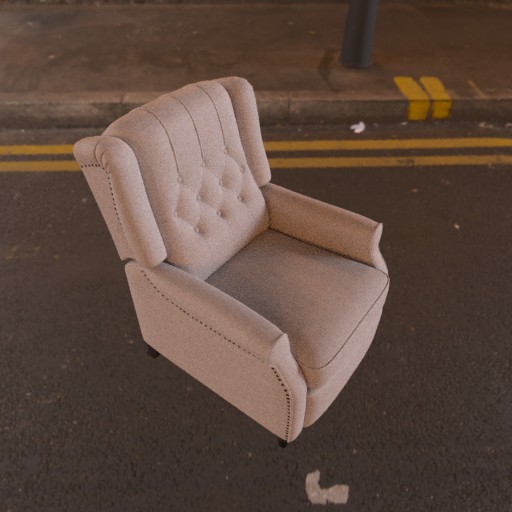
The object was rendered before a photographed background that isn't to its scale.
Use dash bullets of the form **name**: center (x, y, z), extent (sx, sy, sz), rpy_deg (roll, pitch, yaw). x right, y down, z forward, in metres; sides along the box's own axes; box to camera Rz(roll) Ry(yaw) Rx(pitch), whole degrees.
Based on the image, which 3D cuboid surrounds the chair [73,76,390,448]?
- **chair**: center (0.000, 0.000, 1.622), extent (0.902, 1.035, 0.742), rpy_deg (27, 48, 26)
